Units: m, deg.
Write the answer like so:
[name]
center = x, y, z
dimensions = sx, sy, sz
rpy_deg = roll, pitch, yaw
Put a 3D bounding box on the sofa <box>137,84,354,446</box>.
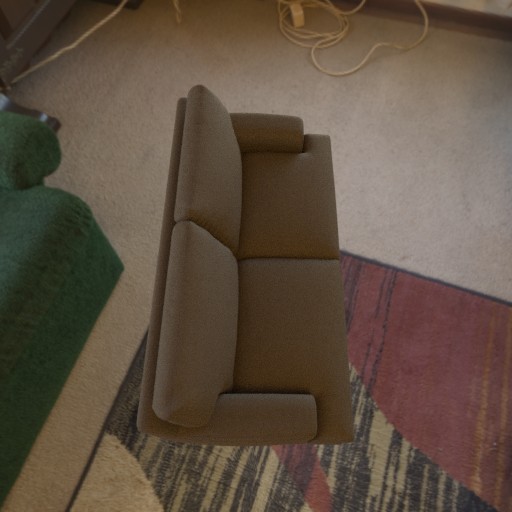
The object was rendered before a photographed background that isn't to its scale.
[sofa]
center = 0.000, 0.000, 2.886
dimensions = 1.140, 0.950, 2.271
rpy_deg = 1, 63, 0
